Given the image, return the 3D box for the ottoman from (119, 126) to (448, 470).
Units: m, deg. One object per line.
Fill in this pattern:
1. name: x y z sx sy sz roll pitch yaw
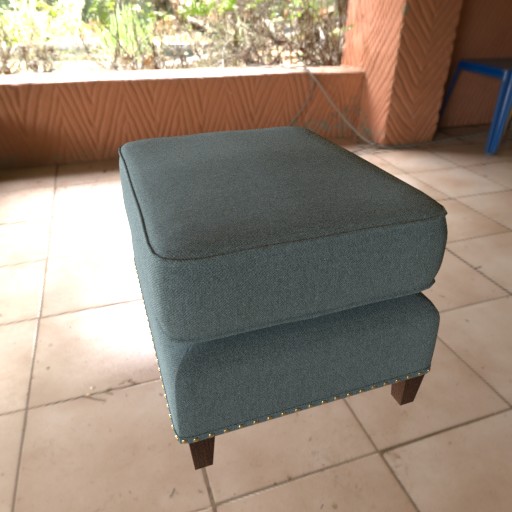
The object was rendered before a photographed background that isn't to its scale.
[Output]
1. ottoman: 0.000 0.000 1.126 0.589 0.537 0.738 -10 31 -17
